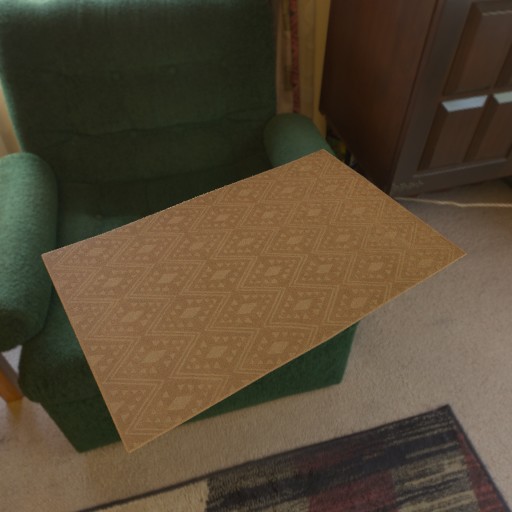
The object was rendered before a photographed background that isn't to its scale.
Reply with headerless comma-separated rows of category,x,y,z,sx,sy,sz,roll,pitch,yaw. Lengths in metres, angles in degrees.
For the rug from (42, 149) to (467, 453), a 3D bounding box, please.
rug,0.000,0.000,2.995,2.430,0.053,1.553,-25,51,-22
